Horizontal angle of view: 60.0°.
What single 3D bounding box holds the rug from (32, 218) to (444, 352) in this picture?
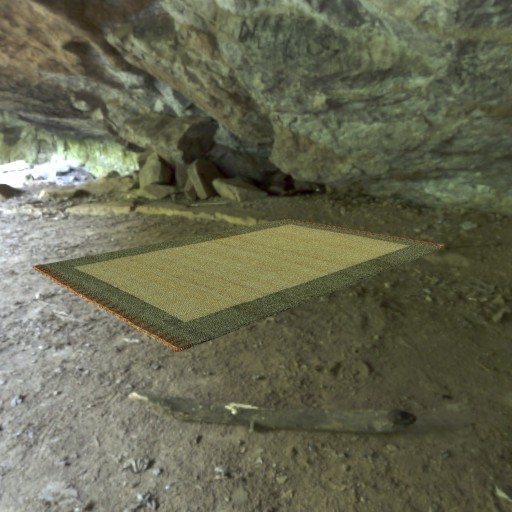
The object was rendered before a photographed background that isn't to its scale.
[{"bbox_3d":[0.000,0.000,2.304,1.838,0.019,1.220,-14,21,-43],"label":"rug"}]
